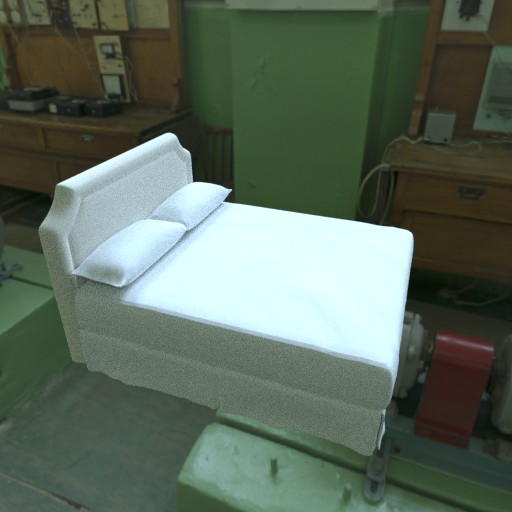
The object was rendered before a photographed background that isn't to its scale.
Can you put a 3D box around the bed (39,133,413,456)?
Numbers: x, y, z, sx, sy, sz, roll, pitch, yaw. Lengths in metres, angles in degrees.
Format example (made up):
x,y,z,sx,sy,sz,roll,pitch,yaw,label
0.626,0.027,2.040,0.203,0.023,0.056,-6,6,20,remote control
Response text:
x,y,z,sx,sy,sz,roll,pitch,yaw,label
0.000,0.000,3.811,2.548,1.524,2.134,11,32,18,bed
